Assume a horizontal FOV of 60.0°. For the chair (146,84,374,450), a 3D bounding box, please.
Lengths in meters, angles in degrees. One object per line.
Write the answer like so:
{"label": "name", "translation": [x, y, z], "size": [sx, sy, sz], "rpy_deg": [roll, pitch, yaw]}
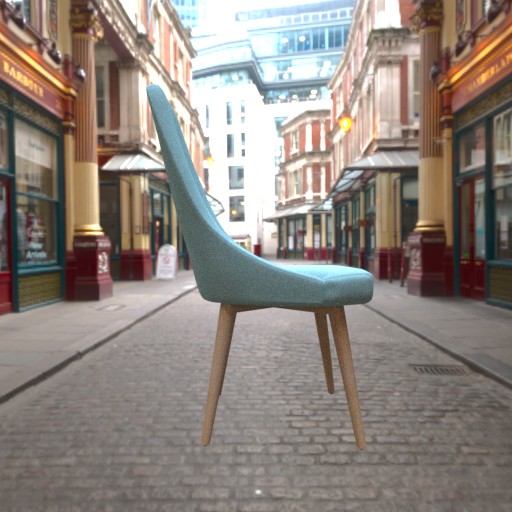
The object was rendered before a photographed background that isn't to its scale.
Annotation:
{"label": "chair", "translation": [0.000, 0.000, 1.422], "size": [0.660, 1.040, 0.510], "rpy_deg": [0, 0, 0]}
